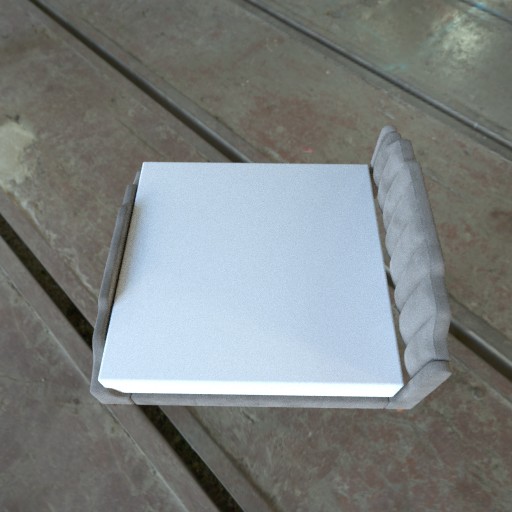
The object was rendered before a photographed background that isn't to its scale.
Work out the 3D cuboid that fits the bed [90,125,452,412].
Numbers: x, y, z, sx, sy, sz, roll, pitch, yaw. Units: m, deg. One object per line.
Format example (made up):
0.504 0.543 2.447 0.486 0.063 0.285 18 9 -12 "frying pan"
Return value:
0.000 0.000 3.458 2.340 1.245 2.074 1 58 0 "bed"
